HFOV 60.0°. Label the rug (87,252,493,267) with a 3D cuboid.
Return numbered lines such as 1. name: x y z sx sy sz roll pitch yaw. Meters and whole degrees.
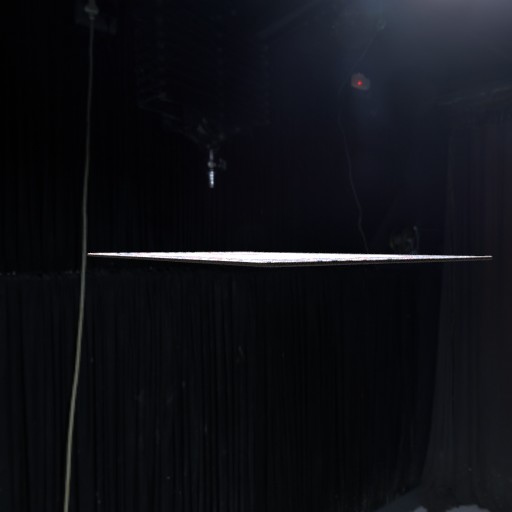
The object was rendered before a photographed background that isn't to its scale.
1. rug: 0.000 0.000 2.303 1.225 0.015 1.840 -1 1 -36
